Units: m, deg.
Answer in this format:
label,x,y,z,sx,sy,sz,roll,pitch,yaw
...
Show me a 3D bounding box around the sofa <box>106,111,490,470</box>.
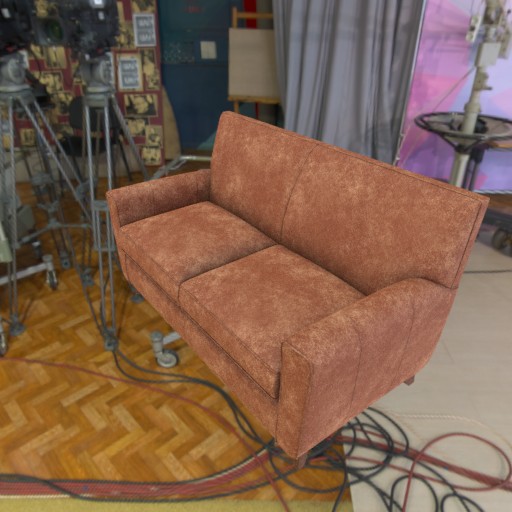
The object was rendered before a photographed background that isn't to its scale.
label,x,y,z,sx,sy,sz,roll,pitch,yaw
sofa,0.000,0.000,1.943,0.787,0.871,1.473,-22,37,-31
